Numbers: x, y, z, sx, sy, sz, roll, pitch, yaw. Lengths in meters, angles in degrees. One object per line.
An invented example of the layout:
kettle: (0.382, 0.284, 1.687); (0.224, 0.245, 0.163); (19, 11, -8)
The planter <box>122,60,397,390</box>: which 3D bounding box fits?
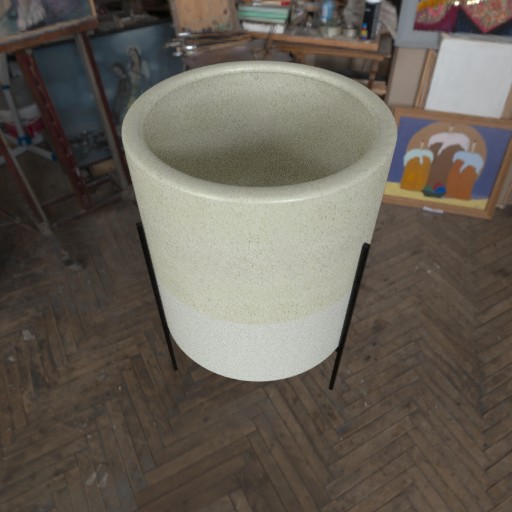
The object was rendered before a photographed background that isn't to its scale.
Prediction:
planter: (0.000, 0.000, 0.700); (0.333, 0.483, 0.324); (-16, 48, -15)
